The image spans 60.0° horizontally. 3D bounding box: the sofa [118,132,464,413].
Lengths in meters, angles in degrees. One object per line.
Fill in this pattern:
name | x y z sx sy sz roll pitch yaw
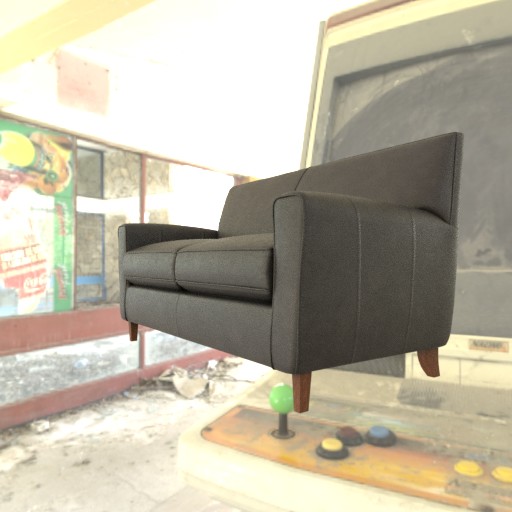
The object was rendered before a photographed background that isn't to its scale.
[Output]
sofa | 0.000 0.000 1.944 0.787 0.871 1.473 0 -1 -36
